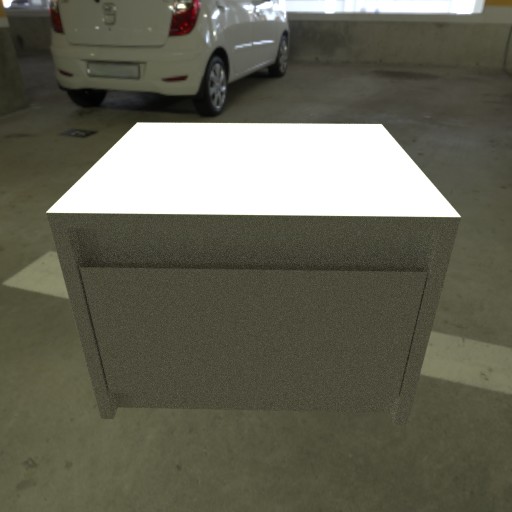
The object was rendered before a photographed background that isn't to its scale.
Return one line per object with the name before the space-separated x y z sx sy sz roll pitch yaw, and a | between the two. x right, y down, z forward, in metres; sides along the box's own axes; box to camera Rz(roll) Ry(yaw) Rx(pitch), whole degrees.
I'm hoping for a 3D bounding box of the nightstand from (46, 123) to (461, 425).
nightstand | 0.000 0.000 0.766 0.470 0.351 0.408 1 31 1
